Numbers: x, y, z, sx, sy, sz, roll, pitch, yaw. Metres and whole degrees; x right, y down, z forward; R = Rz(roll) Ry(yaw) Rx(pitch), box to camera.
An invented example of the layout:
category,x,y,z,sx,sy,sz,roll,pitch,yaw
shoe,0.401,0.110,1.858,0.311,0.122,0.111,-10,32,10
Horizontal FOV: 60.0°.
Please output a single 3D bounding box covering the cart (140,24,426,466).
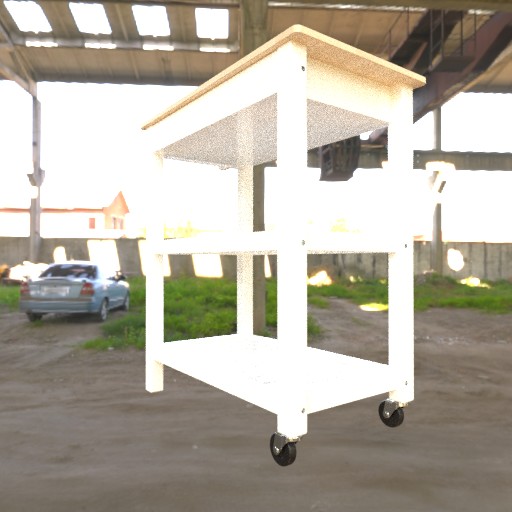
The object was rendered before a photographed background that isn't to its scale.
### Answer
category,x,y,z,sx,sy,sz,roll,pitch,yaw
cart,0.000,0.000,1.383,0.457,0.927,0.899,0,-1,-36
